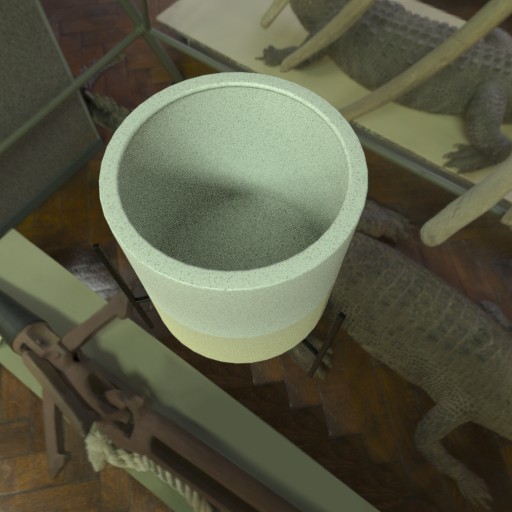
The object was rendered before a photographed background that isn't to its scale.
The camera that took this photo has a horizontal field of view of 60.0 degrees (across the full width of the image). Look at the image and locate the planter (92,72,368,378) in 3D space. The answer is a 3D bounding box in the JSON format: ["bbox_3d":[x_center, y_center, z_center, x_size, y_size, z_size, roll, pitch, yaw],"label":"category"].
[{"bbox_3d":[0.000,0.000,0.551,0.267,0.362,0.263,32,68,15],"label":"planter"}]
